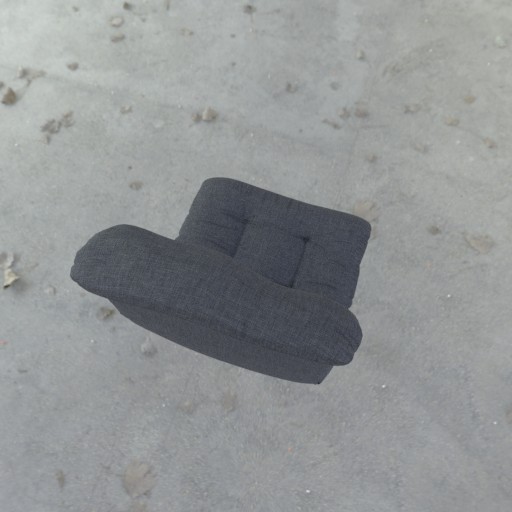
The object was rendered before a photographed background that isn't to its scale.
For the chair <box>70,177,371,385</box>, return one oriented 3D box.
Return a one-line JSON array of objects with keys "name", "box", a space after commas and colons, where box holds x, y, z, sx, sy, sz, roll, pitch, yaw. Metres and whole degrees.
[{"name": "chair", "box": [0.000, 0.000, 1.217, 0.597, 0.749, 0.668, 18, 64, 9]}]
